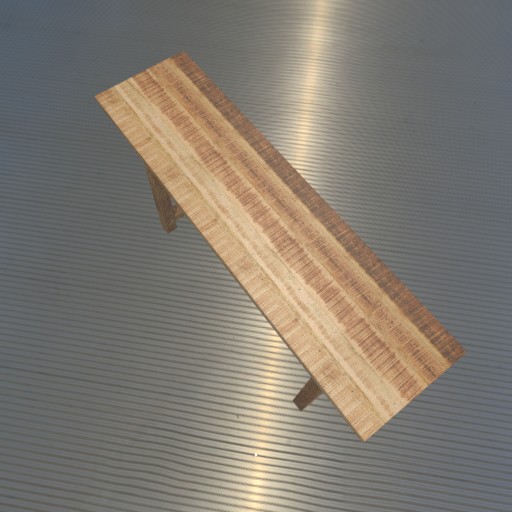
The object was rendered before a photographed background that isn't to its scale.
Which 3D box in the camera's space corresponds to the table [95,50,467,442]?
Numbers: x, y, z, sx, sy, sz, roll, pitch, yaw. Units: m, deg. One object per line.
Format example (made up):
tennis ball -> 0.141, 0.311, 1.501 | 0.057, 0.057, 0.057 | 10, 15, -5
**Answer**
table -> 0.000, 0.000, 1.868 | 0.405, 0.810, 1.524 | -34, 70, -14
